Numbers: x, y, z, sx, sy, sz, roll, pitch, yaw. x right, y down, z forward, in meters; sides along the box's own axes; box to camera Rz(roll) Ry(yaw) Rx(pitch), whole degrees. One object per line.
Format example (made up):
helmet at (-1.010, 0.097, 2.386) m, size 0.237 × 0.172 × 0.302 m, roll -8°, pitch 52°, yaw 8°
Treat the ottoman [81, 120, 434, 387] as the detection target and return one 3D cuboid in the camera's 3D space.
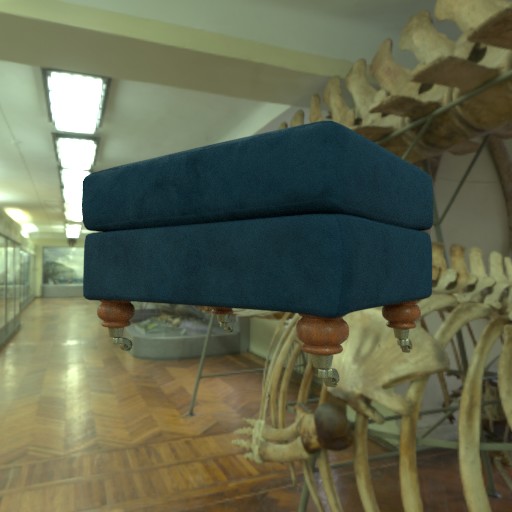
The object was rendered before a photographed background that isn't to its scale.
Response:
ottoman at (0.000, 0.000, 1.155) m, size 0.773 × 0.503 × 0.572 m, roll -1°, pitch -2°, yaw 37°
